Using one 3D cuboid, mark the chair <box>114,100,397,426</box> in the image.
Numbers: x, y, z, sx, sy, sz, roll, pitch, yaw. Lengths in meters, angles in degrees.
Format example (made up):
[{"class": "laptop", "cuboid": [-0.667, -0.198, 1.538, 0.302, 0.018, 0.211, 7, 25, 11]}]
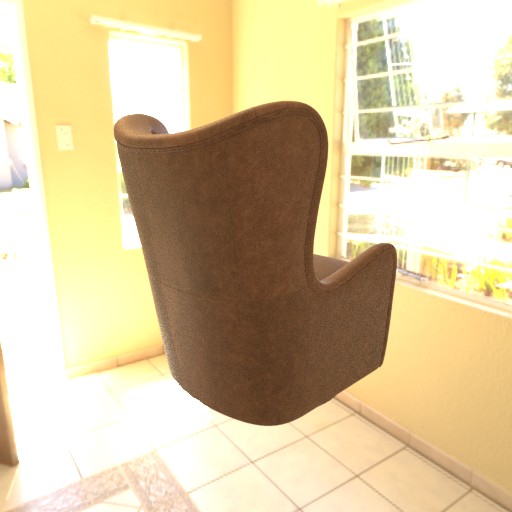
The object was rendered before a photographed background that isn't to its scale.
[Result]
[{"class": "chair", "cuboid": [0.000, 0.000, 1.741, 0.930, 1.079, 0.831, -14, 20, -43]}]
